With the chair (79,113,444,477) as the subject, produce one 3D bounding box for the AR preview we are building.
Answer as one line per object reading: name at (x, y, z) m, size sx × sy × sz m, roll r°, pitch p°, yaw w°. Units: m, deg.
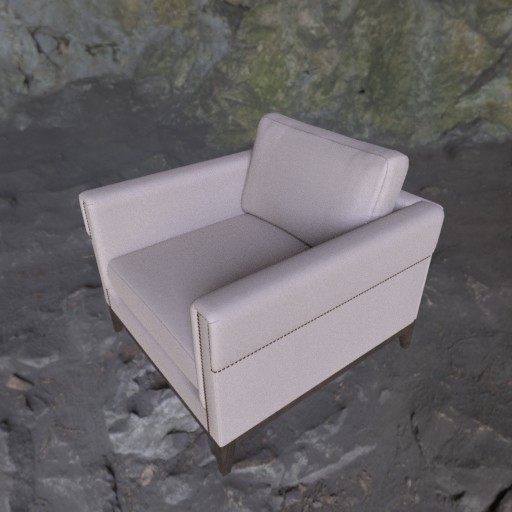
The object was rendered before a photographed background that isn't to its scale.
chair at (0.000, 0.000, 1.685) m, size 0.959 × 0.838 × 0.914 m, roll -22°, pitch 38°, yaw -31°
